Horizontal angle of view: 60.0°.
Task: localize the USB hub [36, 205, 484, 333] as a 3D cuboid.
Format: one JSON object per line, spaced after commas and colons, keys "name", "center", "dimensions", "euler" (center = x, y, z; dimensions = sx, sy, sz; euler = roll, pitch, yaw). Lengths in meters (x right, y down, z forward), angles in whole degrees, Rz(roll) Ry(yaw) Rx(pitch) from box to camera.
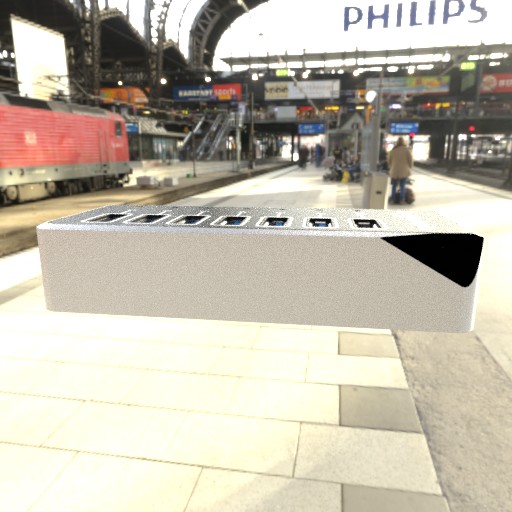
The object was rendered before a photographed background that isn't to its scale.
{"name": "USB hub", "center": [0.000, 0.000, 0.128], "dimensions": [0.110, 0.023, 0.044], "euler": [2, 14, 8]}
